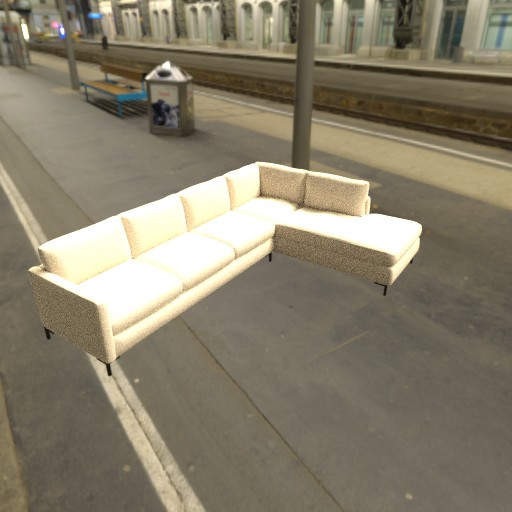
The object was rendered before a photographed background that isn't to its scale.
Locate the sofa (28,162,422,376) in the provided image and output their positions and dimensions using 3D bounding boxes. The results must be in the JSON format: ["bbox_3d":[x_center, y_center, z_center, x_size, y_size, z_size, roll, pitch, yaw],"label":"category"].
[{"bbox_3d":[0.000,0.000,3.815,2.007,0.815,2.949,18,32,31],"label":"sofa"}]
